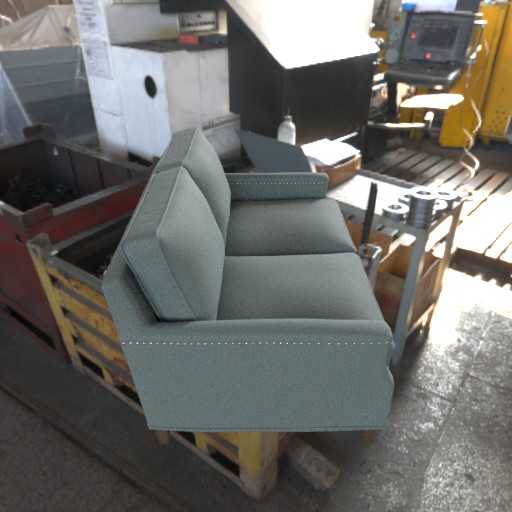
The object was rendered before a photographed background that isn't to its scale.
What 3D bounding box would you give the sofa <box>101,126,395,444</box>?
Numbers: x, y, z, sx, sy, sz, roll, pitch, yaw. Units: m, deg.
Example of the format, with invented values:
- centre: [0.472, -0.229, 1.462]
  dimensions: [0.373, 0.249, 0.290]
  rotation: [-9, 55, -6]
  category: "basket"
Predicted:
- centre: [0.000, 0.000, 2.294]
  dimensions: [1.084, 1.003, 1.597]
  rotation: [0, 32, -1]
  category: "sofa"
